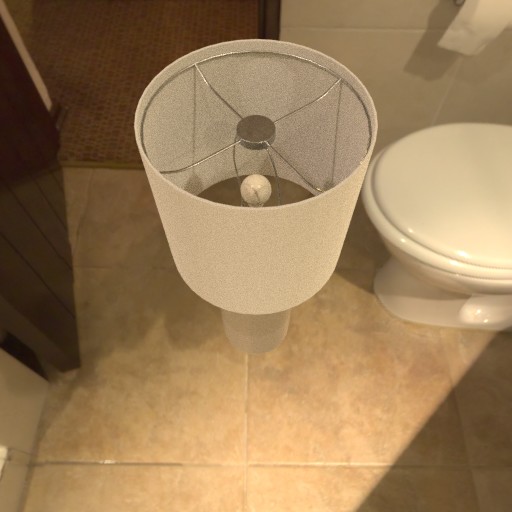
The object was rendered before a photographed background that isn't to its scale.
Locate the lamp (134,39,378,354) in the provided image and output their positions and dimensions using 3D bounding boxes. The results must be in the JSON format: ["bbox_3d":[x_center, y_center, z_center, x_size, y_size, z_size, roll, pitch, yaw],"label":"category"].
[{"bbox_3d":[0.000,0.000,0.600,0.212,0.493,0.212,-32,64,-18],"label":"lamp"}]
